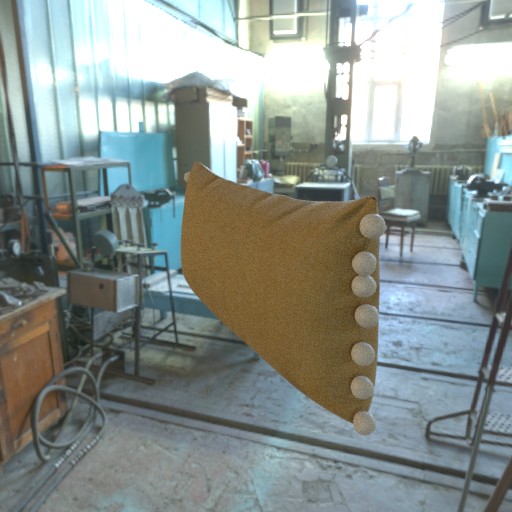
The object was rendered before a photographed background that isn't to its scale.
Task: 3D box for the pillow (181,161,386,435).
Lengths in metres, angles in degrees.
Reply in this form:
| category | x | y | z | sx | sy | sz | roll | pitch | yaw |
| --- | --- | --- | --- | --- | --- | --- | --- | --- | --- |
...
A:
| category | x | y | z | sx | sy | sz | roll | pitch | yaw |
| --- | --- | --- | --- | --- | --- | --- | --- | --- | --- |
| pillow | 0.000 | 0.000 | 0.829 | 0.201 | 0.322 | 0.709 | -7 | 16 | -25 |
